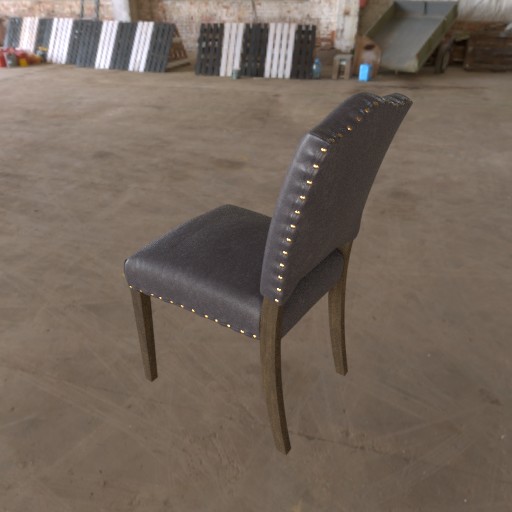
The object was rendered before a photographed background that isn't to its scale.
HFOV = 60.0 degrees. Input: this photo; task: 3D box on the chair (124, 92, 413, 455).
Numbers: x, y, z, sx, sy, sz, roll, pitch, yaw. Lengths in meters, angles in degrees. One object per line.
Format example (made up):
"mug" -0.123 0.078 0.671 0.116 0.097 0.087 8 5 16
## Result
"chair" 0.000 0.000 1.317 0.633 0.991 0.500 21 37 30
